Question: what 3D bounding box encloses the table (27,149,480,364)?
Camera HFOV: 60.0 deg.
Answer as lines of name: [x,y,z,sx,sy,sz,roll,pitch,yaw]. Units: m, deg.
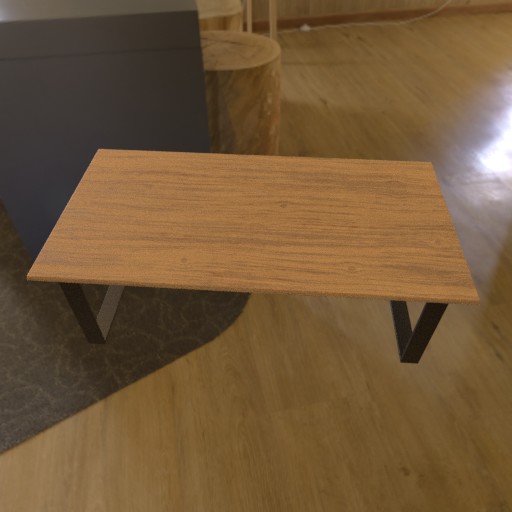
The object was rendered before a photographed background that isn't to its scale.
table: [0.000,0.000,1.689,1.331,0.445,0.693,3,46,3]
